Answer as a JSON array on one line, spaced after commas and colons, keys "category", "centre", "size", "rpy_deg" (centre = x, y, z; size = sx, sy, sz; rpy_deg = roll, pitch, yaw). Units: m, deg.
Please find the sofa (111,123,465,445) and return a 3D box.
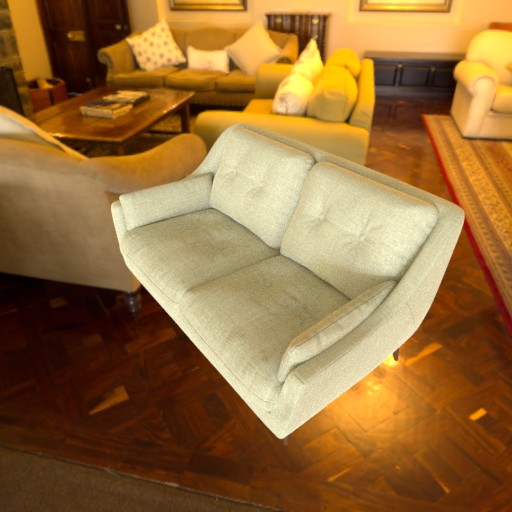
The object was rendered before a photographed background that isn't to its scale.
[{"category": "sofa", "centre": [0.000, 0.000, 2.222], "size": [0.965, 0.888, 1.652], "rpy_deg": [-21, 38, -30]}]
